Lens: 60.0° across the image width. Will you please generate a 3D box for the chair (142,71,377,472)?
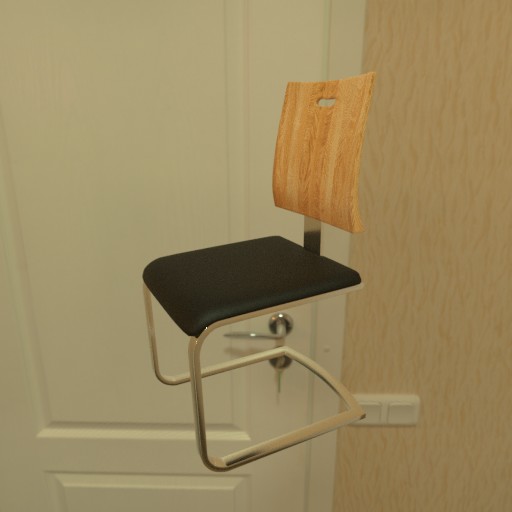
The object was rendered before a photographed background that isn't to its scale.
[{"bbox_3d":[0.000,0.000,1.229,0.560,0.936,0.462,-9,20,-26],"label":"chair"}]
